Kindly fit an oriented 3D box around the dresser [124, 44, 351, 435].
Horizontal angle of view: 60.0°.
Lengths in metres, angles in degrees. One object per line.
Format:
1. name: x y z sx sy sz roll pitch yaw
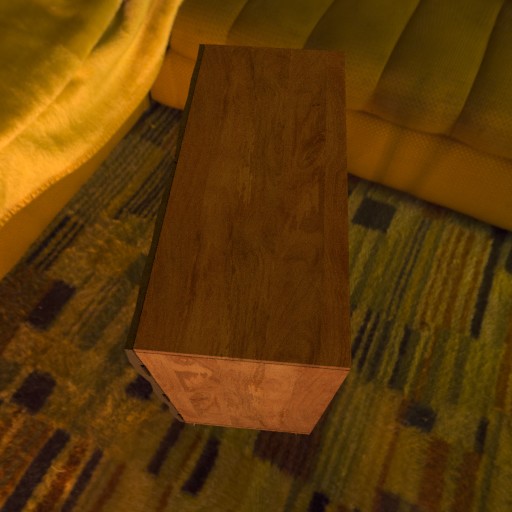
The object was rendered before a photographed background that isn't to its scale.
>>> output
1. dresser: 0.000 0.000 1.451 0.446 0.847 0.967 4 60 3
